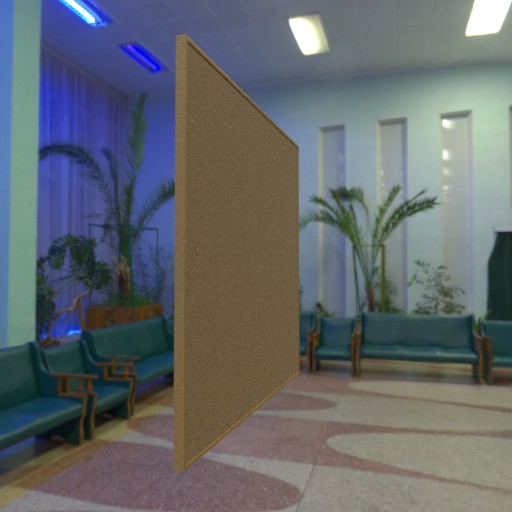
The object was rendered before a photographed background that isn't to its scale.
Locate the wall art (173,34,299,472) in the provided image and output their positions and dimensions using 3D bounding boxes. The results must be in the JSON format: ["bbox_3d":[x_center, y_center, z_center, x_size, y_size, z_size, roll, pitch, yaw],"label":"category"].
[{"bbox_3d":[0.000,0.000,0.676,0.013,0.455,0.457,-1,-2,21],"label":"wall art"}]
